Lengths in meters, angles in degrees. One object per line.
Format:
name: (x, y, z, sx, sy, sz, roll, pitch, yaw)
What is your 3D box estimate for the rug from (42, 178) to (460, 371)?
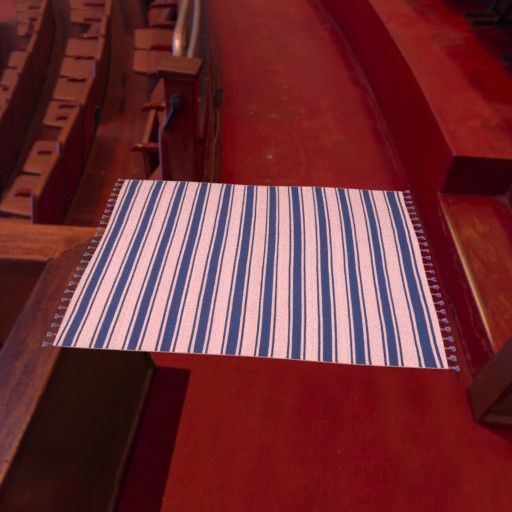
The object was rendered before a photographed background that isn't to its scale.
rug: (0.000, 0.000, 2.944, 2.315, 0.010, 1.544, 3, 47, 3)
